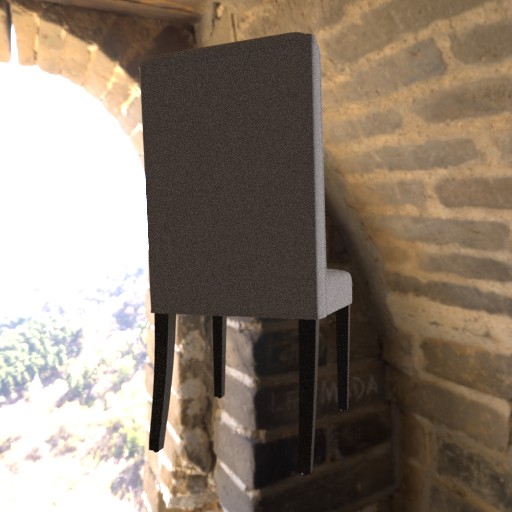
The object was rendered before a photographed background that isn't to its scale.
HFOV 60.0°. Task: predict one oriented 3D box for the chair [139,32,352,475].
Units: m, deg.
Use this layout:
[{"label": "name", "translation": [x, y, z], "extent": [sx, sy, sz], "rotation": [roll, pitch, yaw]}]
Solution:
[{"label": "chair", "translation": [0.000, 0.000, 1.240], "extent": [0.474, 0.961, 0.523], "rotation": [0, -1, 18]}]
